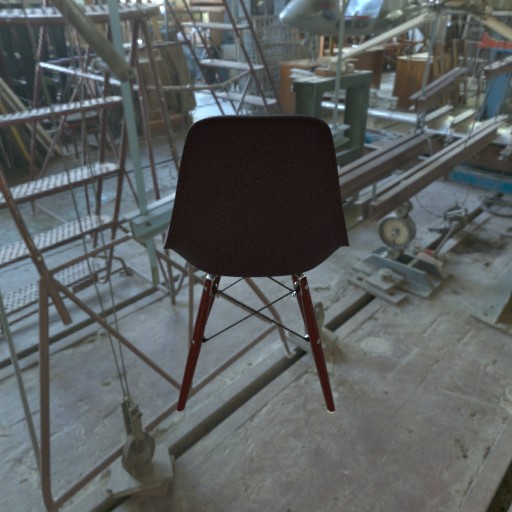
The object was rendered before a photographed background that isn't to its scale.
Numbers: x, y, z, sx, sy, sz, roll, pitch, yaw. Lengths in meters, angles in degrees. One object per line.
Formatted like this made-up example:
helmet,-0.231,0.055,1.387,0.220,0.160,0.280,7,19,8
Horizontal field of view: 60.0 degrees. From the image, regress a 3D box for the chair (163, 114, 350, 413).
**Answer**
chair,0.000,0.000,1.150,0.470,0.826,0.533,-1,30,-1
